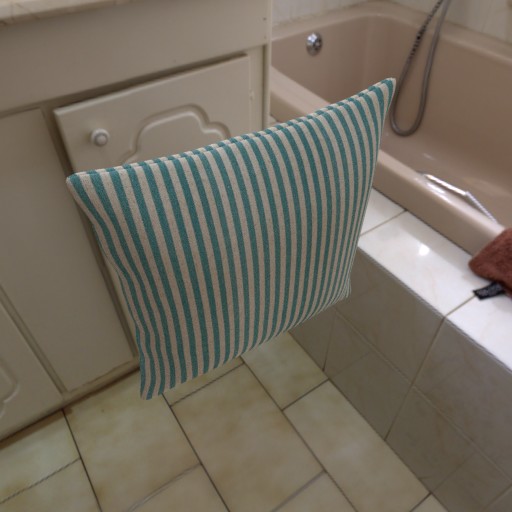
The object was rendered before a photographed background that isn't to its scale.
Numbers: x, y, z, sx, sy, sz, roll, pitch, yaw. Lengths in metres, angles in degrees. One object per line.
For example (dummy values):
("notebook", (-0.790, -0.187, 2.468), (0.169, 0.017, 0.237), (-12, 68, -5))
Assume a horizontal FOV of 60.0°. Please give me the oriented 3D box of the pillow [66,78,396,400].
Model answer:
("pillow", (0.000, 0.000, 0.777), (0.523, 0.510, 0.166), (-24, 50, -22))
